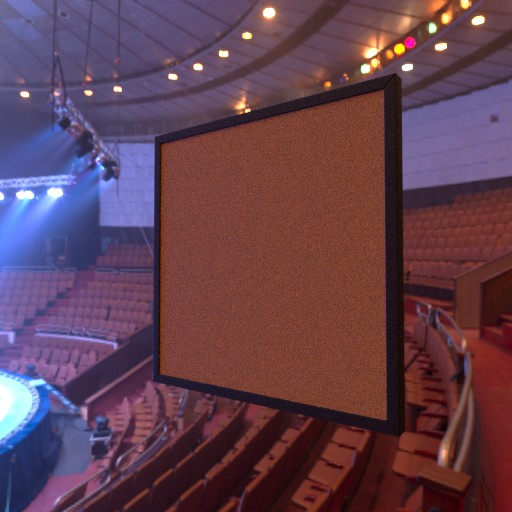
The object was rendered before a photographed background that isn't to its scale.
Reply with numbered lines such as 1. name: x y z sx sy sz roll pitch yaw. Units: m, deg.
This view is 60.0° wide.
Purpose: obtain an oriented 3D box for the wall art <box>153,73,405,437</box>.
1. wall art: 0.000 0.000 1.167 0.763 0.763 0.037 -1 -2 36
